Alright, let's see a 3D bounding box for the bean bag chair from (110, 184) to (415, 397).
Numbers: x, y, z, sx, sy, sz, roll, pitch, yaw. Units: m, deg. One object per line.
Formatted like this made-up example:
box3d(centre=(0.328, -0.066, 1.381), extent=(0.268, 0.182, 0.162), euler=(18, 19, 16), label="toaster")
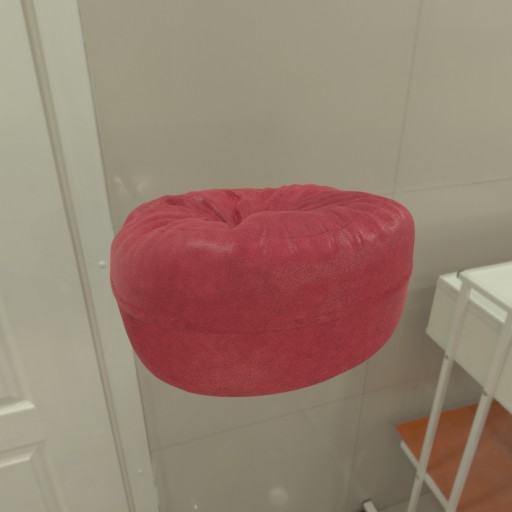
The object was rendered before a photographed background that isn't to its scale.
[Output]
box3d(centre=(0.000, 0.000, 2.421), extent=(1.524, 0.878, 1.524), euler=(-9, 28, -17), label="bean bag chair")
